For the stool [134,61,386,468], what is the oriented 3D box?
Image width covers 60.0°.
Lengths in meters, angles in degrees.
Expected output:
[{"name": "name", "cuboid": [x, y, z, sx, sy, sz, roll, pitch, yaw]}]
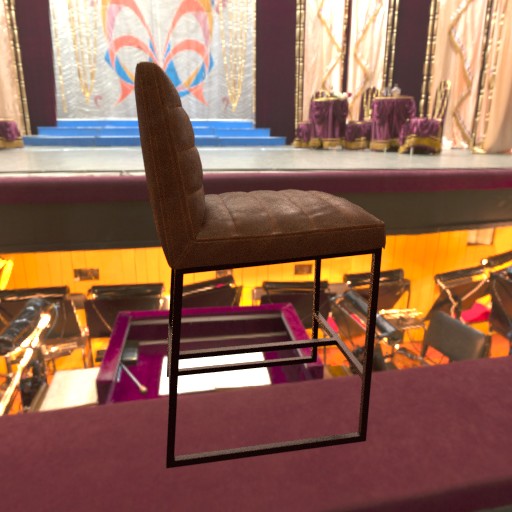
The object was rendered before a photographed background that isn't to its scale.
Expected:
[{"name": "stool", "cuboid": [0.000, 0.000, 1.217, 0.562, 0.942, 0.463, -3, 17, -10]}]
